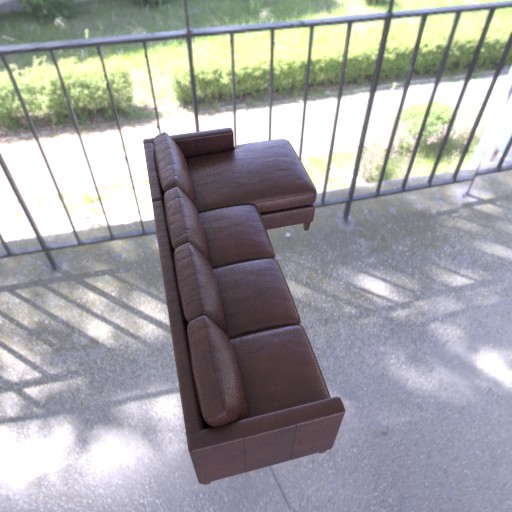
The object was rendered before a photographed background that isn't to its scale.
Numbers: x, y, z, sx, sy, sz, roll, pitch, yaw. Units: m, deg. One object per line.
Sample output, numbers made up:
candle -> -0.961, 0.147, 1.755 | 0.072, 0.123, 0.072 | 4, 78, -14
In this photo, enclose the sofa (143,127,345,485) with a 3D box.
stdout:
sofa -> 0.000, 0.000, 3.837 | 1.581, 0.883, 3.203 | -11, 48, -10
